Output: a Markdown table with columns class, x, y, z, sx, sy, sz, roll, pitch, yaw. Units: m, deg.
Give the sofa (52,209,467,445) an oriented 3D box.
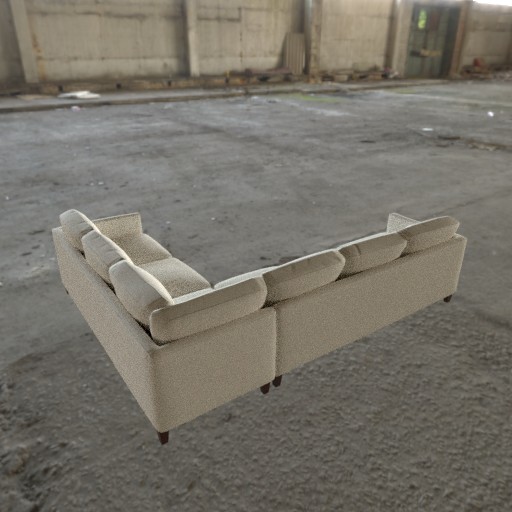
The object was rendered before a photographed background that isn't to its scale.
| class | x | y | z | sx | sy | sz | roll | pitch | yaw |
| --- | --- | --- | --- | --- | --- | --- | --- | --- | --- |
| sofa | 0.000 | 0.000 | 4.476 | 3.302 | 0.947 | 2.593 | -16 | 29 | -31 |
